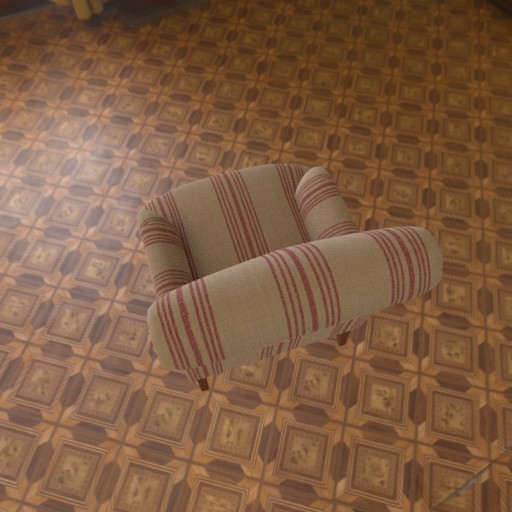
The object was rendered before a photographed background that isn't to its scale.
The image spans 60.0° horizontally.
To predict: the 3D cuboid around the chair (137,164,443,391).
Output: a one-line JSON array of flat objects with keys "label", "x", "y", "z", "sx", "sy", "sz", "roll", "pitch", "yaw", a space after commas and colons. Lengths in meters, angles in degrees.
[{"label": "chair", "x": 0.000, "y": 0.000, "z": 1.887, "sx": 0.933, "sy": 1.123, "sz": 1.058, "roll": -16, "pitch": 61, "yaw": -9}]
